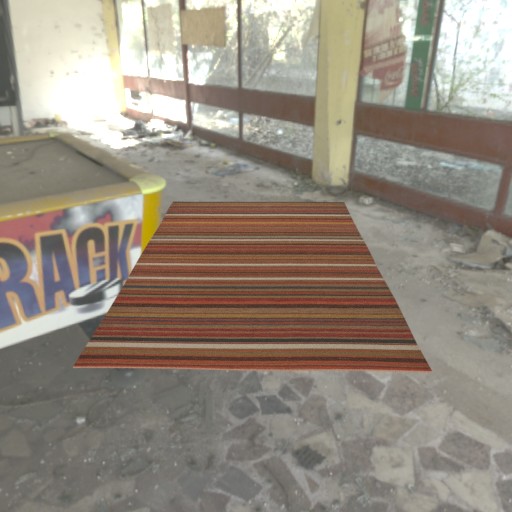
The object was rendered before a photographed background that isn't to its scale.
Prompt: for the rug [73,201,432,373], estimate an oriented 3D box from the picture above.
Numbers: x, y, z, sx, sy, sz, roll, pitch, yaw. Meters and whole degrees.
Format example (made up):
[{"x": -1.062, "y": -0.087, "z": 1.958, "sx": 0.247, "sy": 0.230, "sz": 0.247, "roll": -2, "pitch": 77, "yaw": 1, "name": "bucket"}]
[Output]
[{"x": 0.000, "y": 0.000, "z": 2.321, "sx": 1.217, "sy": 0.007, "sz": 1.828, "roll": 0, "pitch": 25, "yaw": 1, "name": "rug"}]
